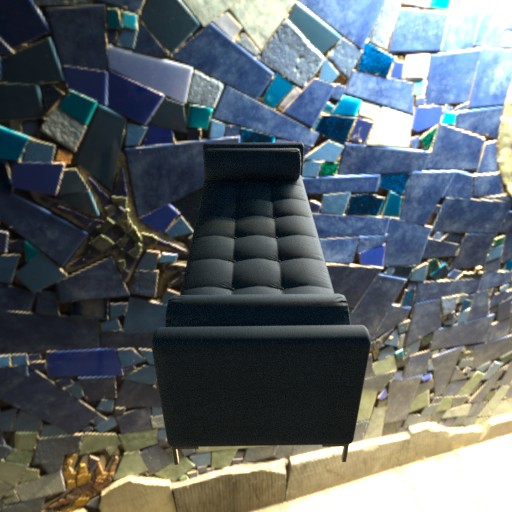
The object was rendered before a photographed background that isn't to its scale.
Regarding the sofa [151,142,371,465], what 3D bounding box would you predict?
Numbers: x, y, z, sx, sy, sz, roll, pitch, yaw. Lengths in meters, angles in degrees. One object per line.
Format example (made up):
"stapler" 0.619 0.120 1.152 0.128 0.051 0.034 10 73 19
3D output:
"sofa" 0.000 0.000 2.349 0.686 0.635 1.981 -1 32 -1
